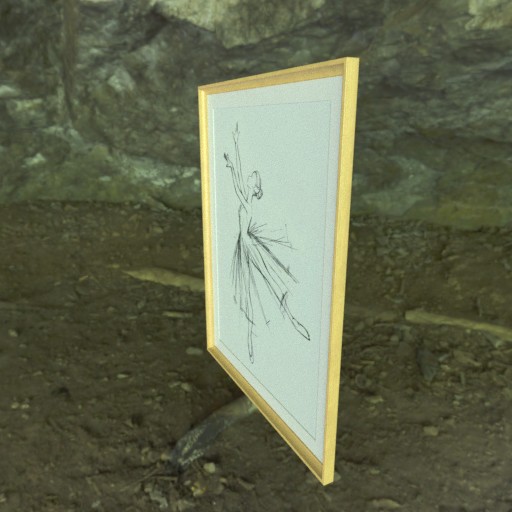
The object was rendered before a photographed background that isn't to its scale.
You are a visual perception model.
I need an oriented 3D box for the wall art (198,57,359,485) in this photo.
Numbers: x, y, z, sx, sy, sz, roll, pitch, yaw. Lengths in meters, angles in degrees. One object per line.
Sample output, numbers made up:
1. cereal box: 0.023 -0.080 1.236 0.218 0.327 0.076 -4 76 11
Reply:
1. wall art: 0.000 0.000 1.327 0.030 1.002 0.798 -9 19 -26
